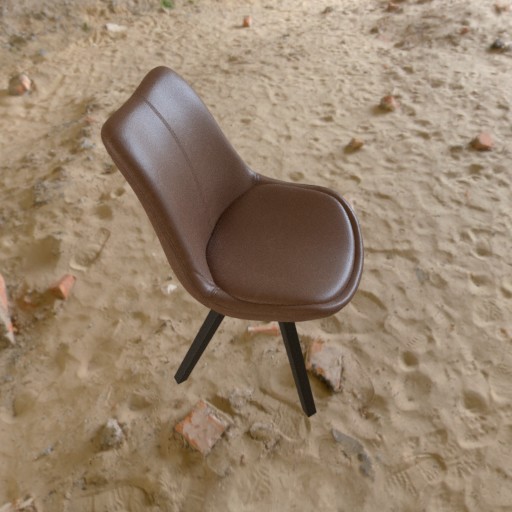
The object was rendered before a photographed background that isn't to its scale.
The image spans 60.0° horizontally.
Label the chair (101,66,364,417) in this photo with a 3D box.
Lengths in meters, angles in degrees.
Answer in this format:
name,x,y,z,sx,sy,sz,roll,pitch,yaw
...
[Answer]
name,x,y,z,sx,sy,sz,roll,pitch,yaw
chair,0.000,0.000,1.172,0.550,0.850,0.475,10,48,9
